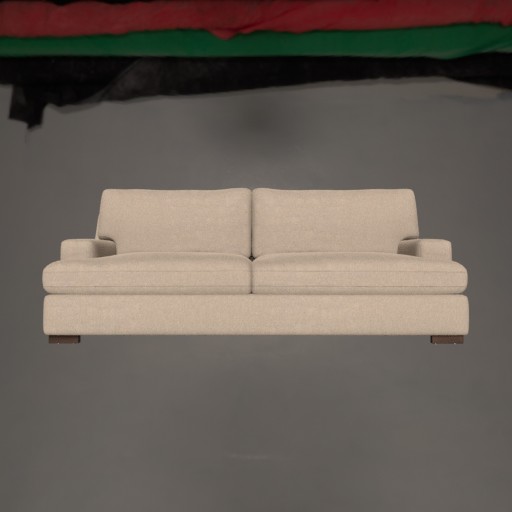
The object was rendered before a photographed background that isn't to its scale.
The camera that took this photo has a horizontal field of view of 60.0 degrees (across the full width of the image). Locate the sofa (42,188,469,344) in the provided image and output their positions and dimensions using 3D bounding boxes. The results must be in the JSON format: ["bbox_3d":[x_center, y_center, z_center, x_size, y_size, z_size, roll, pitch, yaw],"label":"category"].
[{"bbox_3d":[0.000,0.000,2.856,2.354,0.980,0.962,0,-1,0],"label":"sofa"}]
